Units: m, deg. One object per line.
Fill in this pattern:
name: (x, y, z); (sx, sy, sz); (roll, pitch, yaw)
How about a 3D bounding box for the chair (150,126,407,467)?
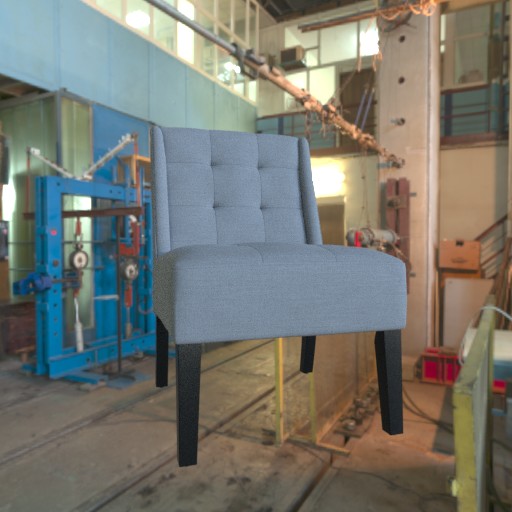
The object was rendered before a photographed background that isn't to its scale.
chair: (0.000, 0.000, 1.285); (0.569, 0.853, 0.676); (-1, 2, -17)
